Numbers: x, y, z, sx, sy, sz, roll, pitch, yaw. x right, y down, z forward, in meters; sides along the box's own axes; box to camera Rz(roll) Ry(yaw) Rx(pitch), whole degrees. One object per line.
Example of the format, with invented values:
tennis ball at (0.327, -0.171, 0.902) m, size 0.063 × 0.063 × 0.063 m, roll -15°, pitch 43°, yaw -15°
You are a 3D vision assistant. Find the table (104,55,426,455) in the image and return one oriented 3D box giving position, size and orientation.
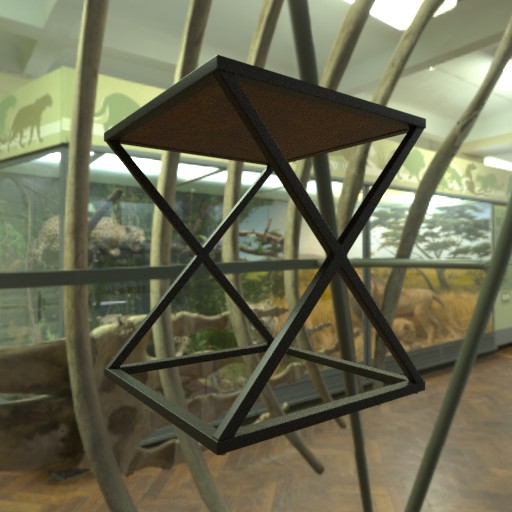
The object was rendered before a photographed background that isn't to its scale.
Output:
table at (0.000, 0.000, 0.965) m, size 0.500 × 0.565 × 0.500 m, roll 0°, pitch 1°, yaw -36°
